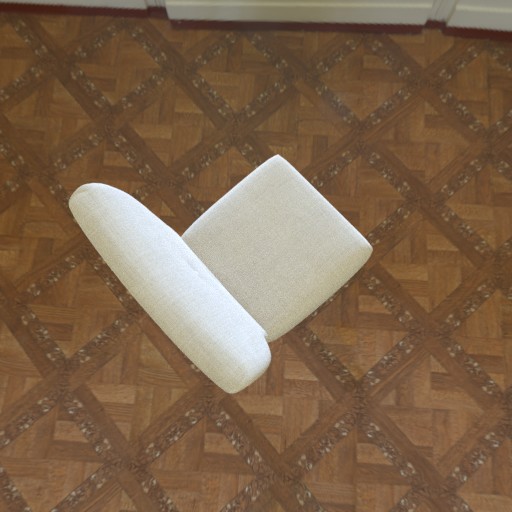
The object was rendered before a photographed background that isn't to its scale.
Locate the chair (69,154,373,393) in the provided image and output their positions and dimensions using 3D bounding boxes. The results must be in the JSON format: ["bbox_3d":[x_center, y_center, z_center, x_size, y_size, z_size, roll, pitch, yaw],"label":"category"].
[{"bbox_3d":[0.000,0.000,1.303,0.597,0.921,0.509,-41,79,-10],"label":"chair"}]
